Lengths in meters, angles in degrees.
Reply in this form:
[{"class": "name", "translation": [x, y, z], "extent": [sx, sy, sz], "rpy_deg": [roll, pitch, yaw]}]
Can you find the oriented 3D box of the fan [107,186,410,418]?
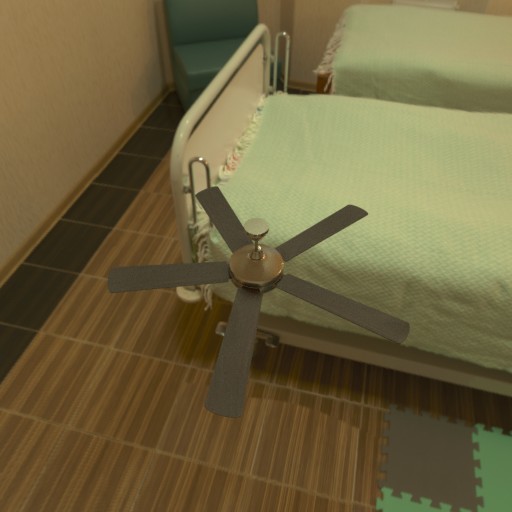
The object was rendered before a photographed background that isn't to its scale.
[{"class": "fan", "translation": [0.000, 0.000, 1.971], "extent": [1.321, 0.356, 1.321], "rpy_deg": [-11, 46, -10]}]
